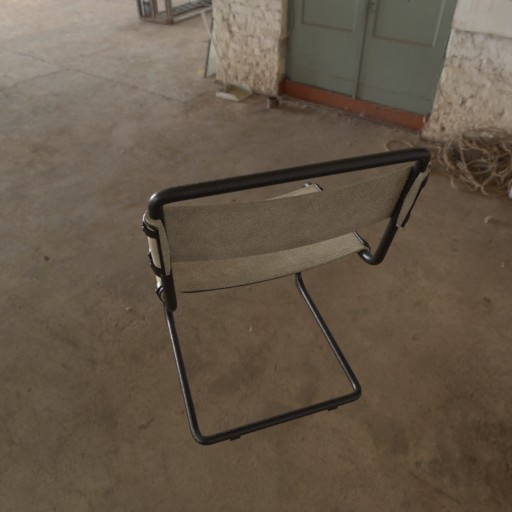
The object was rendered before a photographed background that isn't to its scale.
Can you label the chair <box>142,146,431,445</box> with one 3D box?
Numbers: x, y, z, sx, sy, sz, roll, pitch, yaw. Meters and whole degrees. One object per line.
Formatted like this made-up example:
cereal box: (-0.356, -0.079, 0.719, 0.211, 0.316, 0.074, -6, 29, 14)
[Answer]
chair: (0.000, 0.000, 1.076, 0.499, 0.747, 0.497, -12, 42, -13)
